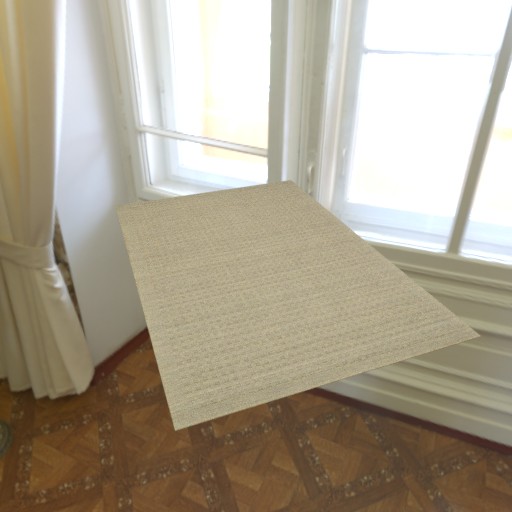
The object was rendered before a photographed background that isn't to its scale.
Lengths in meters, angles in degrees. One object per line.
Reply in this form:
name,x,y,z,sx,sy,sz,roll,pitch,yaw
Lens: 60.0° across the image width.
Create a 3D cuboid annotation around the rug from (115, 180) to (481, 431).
rug,0.000,0.000,3.695,1.981,0.006,2.895,-11,33,-18
